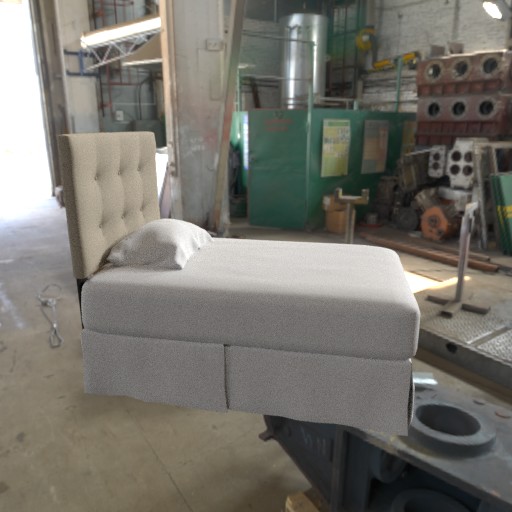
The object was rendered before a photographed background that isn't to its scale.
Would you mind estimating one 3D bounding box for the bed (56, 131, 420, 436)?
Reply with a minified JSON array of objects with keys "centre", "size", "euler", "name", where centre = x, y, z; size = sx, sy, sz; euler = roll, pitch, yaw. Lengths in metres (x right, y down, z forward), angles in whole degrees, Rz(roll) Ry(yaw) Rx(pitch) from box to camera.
[{"centre":[0.000,0.000,2.933],"size":[1.997,1.571,1.261],"euler":[3,17,11],"name":"bed"}]
